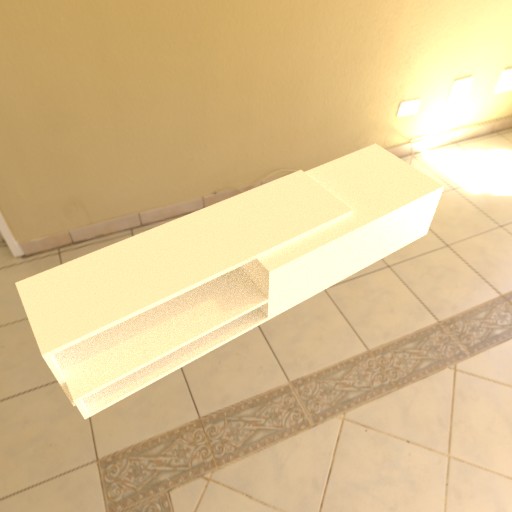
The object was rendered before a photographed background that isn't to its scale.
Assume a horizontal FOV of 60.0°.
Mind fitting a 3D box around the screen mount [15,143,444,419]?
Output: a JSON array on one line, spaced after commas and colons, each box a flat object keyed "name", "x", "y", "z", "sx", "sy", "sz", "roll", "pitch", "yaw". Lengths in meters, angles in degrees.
[{"name": "screen mount", "x": 0.000, "y": 0.000, "z": 1.818, "sx": 1.680, "sy": 0.320, "sz": 0.420, "roll": -25, "pitch": 50, "yaw": -23}]
